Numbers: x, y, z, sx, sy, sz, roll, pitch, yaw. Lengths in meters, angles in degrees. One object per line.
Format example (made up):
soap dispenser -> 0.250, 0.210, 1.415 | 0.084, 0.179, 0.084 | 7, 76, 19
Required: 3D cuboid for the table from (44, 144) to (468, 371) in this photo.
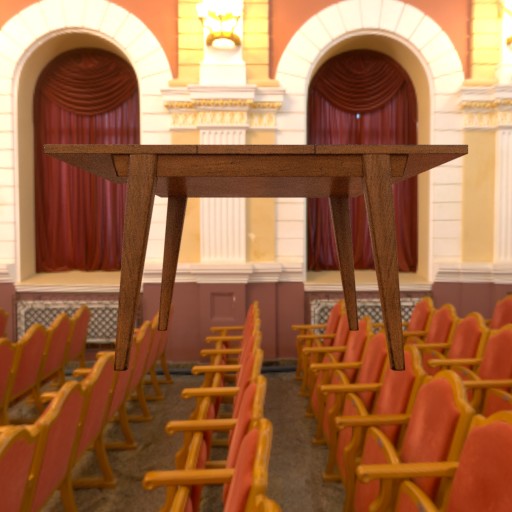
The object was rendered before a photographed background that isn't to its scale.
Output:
table -> 0.000, 0.000, 1.853 | 1.400, 0.760, 0.757 | 0, 2, 0
